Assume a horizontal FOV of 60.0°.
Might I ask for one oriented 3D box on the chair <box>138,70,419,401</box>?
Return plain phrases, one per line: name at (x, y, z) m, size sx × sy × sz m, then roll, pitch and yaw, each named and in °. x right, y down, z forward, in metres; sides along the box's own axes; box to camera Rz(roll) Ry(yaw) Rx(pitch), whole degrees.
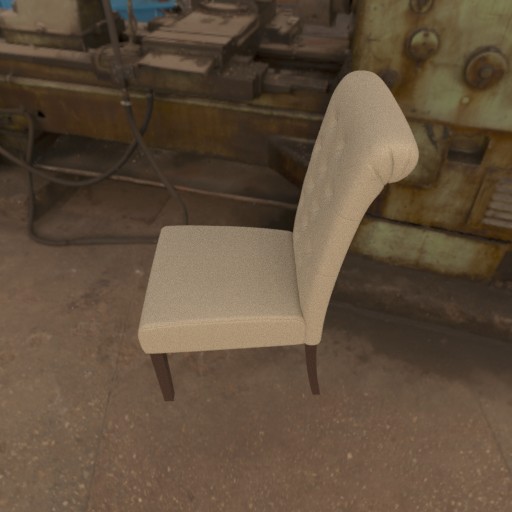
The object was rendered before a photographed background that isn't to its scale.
chair at (0.000, 0.000, 1.353) m, size 0.671 × 1.006 × 0.456 m, roll 0°, pitch 43°, yaw 0°
